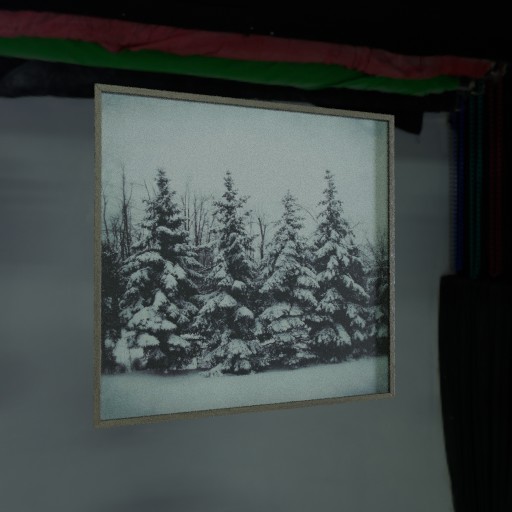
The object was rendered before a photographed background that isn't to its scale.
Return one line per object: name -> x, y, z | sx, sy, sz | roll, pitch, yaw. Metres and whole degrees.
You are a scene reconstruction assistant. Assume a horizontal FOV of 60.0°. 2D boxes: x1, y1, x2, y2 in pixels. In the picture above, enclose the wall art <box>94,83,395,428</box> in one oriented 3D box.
wall art -> 0.000, 0.000, 0.741 | 0.507, 0.507, 0.037 | 0, -1, -17
